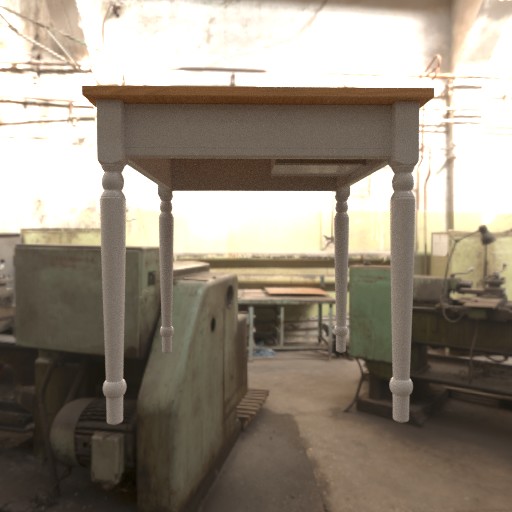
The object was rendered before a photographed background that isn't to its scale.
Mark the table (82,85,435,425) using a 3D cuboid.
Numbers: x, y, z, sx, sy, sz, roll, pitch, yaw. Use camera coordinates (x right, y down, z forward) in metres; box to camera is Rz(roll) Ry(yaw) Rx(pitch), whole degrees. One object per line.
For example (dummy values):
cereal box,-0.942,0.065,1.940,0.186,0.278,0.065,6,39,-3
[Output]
table,0.000,0.000,1.319,0.747,0.738,0.747,0,2,-1
